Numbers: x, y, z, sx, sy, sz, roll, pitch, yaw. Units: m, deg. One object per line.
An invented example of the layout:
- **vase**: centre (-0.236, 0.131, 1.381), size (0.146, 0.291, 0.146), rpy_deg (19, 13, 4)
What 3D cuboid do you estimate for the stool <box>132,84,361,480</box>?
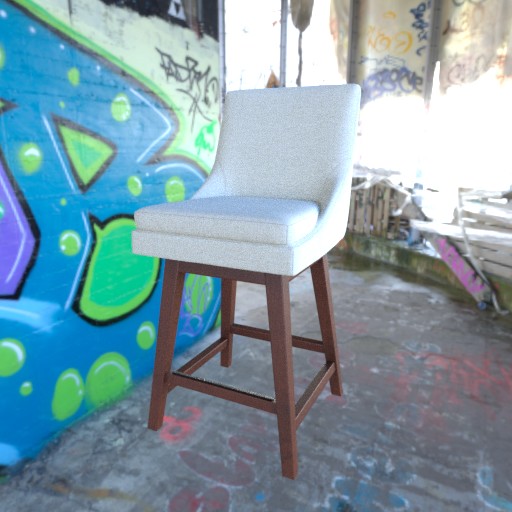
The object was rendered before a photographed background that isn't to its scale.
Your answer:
- **stool**: centre (0.000, 0.000, 1.312), size (0.469, 0.991, 0.559), rpy_deg (7, 16, 26)
